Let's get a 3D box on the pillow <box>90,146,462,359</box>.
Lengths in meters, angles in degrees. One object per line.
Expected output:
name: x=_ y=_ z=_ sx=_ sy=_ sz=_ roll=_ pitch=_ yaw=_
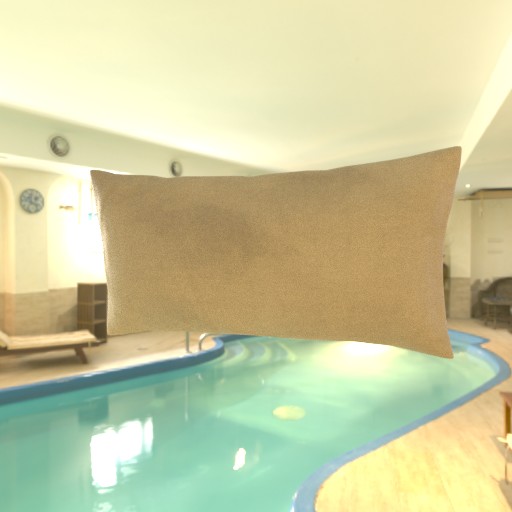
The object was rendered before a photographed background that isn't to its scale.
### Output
pillow: x=0.000 y=0.000 z=0.728 sx=0.608 sy=0.305 sz=0.156 roll=0 pitch=1 yaw=18
